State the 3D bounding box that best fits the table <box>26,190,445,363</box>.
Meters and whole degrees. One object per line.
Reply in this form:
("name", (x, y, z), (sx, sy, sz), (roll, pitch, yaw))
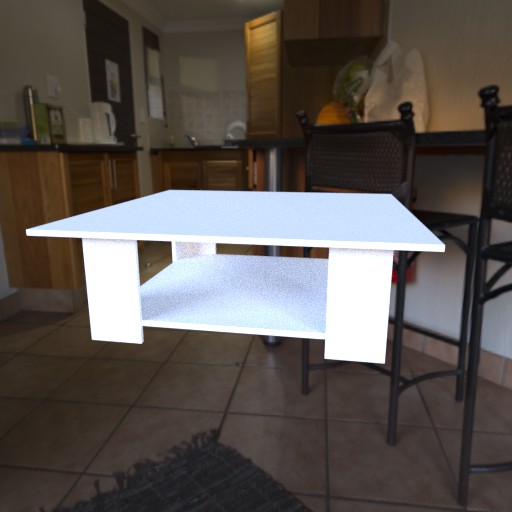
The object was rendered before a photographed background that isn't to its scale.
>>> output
("table", (0.000, 0.000, 1.380), (0.890, 0.305, 0.890), (3, 14, 10))
